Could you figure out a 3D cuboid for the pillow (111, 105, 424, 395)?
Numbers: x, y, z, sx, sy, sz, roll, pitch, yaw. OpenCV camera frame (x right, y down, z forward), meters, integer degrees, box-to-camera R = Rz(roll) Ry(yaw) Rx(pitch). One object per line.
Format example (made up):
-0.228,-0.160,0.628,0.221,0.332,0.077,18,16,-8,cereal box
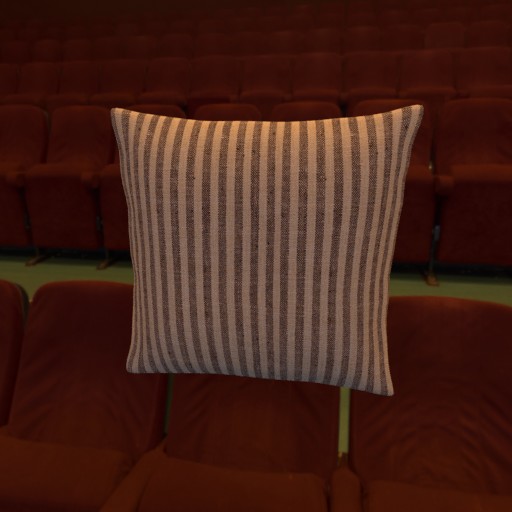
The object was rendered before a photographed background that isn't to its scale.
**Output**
0.000,0.000,0.789,0.523,0.506,0.166,3,16,9,pillow
